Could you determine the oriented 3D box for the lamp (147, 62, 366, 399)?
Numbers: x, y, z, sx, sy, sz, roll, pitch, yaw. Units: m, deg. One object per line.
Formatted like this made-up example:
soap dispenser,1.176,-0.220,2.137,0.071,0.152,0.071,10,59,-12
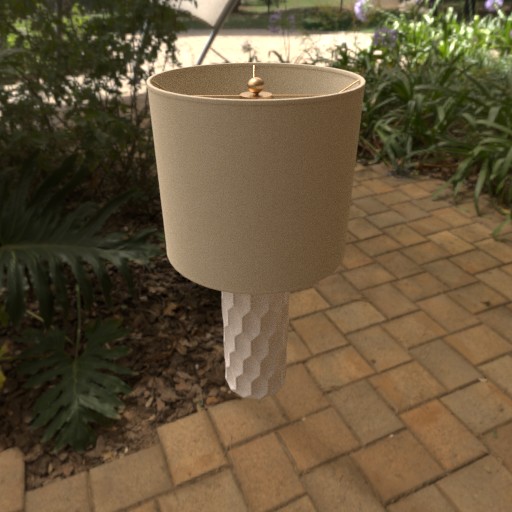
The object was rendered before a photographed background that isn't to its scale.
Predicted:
lamp,0.000,0.000,0.709,0.277,0.537,0.277,21,37,31
